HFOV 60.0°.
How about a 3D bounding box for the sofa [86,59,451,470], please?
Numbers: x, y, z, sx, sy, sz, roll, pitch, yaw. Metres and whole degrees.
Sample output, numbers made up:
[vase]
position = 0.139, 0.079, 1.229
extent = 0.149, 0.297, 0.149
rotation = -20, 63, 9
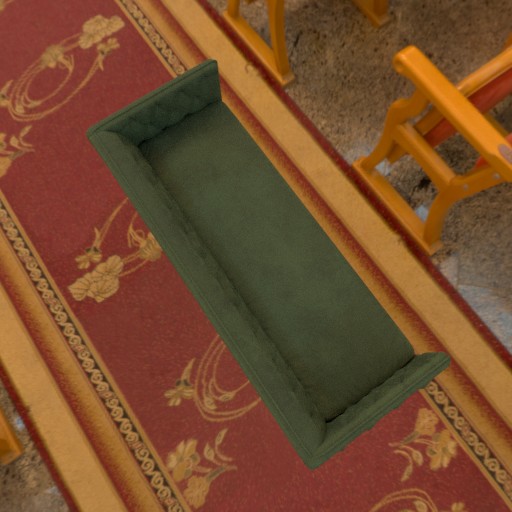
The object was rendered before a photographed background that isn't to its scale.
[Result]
[sofa]
position = 0.000, 0.000, 2.696
extent = 0.895, 0.771, 2.209
rotation = -34, 77, -9
